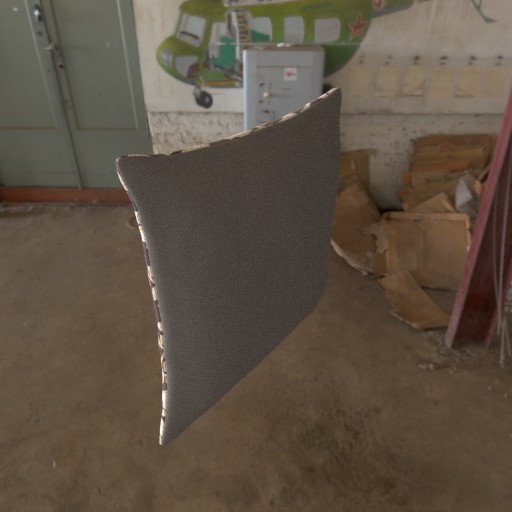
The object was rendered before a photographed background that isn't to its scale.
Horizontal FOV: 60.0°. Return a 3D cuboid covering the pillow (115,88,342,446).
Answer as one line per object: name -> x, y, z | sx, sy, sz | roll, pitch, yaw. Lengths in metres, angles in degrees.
pillow -> 0.000, 0.000, 0.800 | 0.166, 0.507, 0.526 | 21, 37, 31
